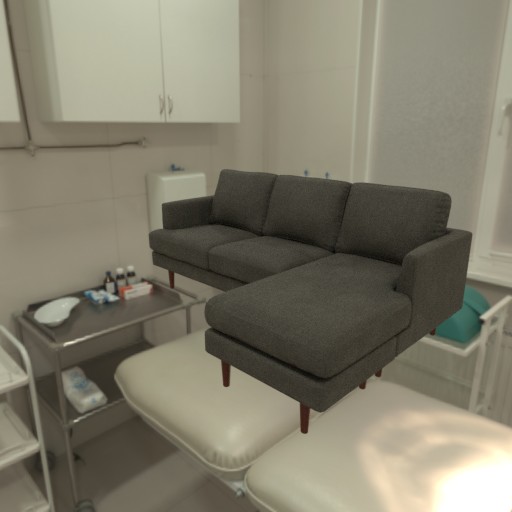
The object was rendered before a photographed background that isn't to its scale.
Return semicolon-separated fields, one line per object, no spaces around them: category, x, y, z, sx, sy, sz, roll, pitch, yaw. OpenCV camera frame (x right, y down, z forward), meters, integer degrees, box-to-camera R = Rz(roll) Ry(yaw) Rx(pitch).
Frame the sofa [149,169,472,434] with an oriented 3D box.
sofa;0.000;0.000;2.977;2.233;0.956;1.504;16;23;42
